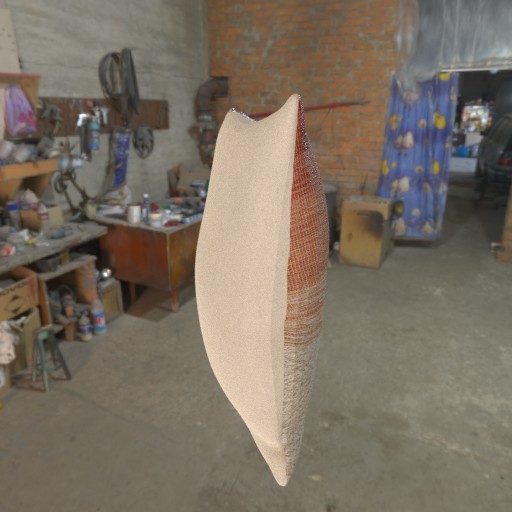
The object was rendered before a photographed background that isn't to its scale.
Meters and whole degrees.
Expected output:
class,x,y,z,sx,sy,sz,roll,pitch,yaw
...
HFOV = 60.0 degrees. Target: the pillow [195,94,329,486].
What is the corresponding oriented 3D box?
class,x,y,z,sx,sy,sz,roll,pitch,yaw
pillow,0.000,0.000,0.665,0.182,0.441,0.440,-3,18,-10
